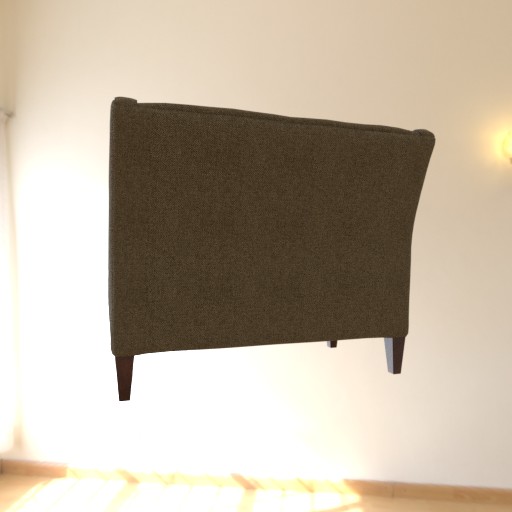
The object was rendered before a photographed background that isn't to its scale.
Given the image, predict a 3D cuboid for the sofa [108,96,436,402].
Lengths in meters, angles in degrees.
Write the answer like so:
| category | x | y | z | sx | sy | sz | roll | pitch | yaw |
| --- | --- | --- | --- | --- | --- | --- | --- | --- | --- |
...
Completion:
| category | x | y | z | sx | sy | sz | roll | pitch | yaw |
| --- | --- | --- | --- | --- | --- | --- | --- | --- | --- |
| sofa | 0.000 | 0.000 | 1.959 | 1.242 | 1.021 | 0.870 | 0 | 0 | -18 |
